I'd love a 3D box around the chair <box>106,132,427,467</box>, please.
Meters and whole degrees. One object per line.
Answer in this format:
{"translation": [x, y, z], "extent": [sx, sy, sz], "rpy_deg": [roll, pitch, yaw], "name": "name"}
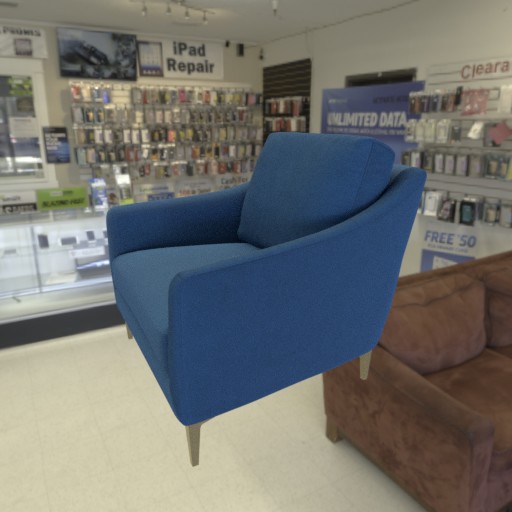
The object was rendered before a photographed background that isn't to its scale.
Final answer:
{"translation": [0.000, 0.000, 1.694], "extent": [0.961, 0.899, 0.987], "rpy_deg": [-9, 19, -26], "name": "chair"}
